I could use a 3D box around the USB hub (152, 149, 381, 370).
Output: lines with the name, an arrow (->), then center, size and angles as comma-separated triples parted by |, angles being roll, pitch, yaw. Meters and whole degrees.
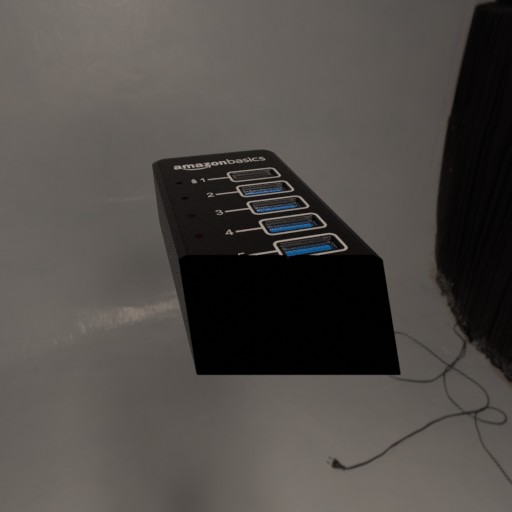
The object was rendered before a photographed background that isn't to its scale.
USB hub -> 0.000, 0.000, 0.121 | 0.044, 0.023, 0.110 | -9, 33, -14
